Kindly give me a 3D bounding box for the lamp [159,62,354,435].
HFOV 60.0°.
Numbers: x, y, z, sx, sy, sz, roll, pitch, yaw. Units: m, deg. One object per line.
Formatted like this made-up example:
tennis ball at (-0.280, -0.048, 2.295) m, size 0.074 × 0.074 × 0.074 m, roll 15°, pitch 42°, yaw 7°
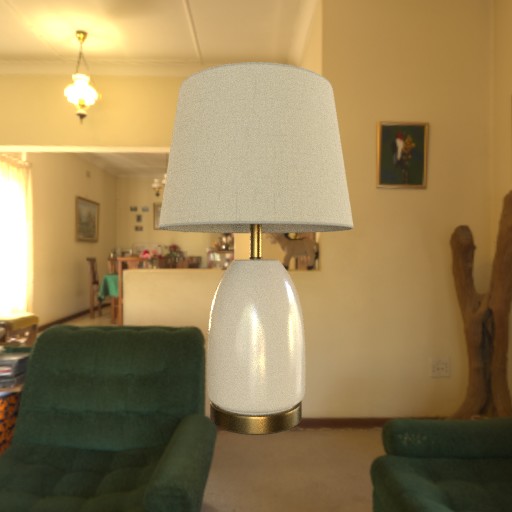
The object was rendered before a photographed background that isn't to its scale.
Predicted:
lamp at (0.000, 0.000, 0.665) m, size 0.285 × 0.483 × 0.285 m, roll 0°, pitch 1°, yaw 0°
